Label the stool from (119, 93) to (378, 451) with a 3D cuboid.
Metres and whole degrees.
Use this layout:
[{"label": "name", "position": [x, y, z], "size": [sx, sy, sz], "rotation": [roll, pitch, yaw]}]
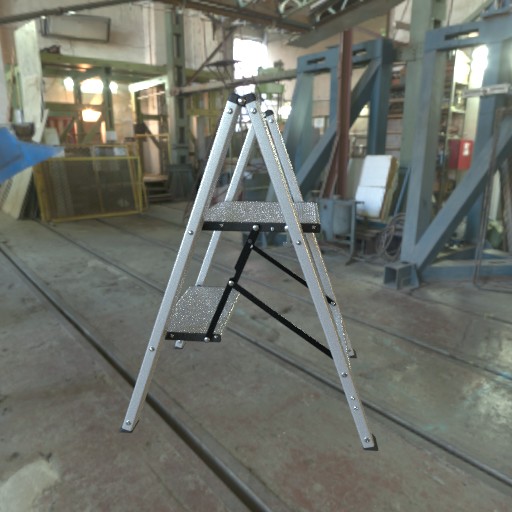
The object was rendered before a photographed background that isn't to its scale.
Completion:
[{"label": "stool", "position": [0.000, 0.000, 1.029], "size": [0.535, 0.670, 0.440], "rotation": [2, 15, 6]}]
